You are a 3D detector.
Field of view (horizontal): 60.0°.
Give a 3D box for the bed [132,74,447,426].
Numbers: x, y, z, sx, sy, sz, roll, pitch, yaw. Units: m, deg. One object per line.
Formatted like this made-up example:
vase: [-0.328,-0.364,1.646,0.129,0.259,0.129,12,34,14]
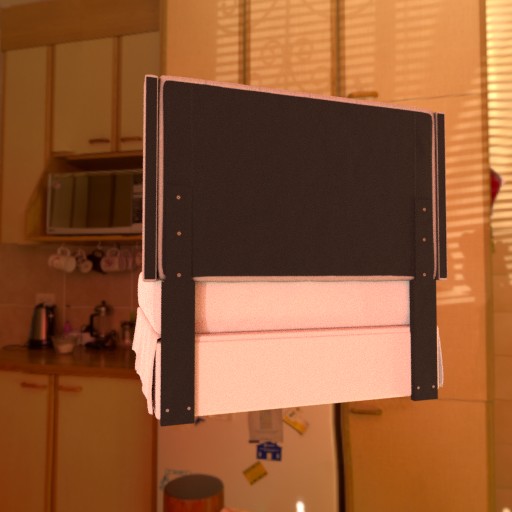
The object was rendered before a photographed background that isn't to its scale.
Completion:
bed: [0.000,0.000,3.286,1.719,1.665,2.066,1,-2,-17]
